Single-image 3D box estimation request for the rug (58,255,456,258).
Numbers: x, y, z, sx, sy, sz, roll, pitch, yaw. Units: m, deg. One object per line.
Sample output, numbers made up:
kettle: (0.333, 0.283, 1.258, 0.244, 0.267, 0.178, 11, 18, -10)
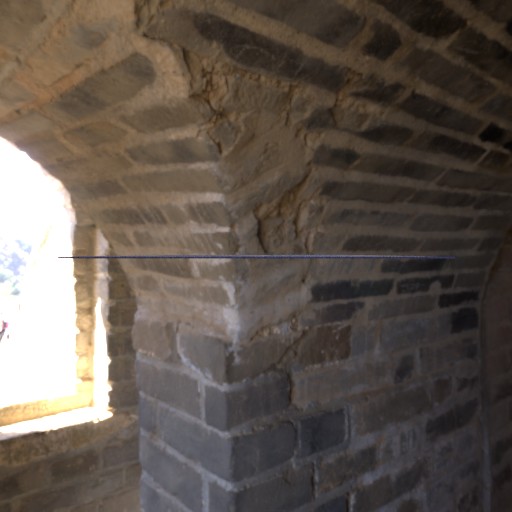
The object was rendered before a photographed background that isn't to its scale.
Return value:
rug: (0.000, 0.000, 3.719, 2.053, 0.011, 2.940, 0, 0, 0)
